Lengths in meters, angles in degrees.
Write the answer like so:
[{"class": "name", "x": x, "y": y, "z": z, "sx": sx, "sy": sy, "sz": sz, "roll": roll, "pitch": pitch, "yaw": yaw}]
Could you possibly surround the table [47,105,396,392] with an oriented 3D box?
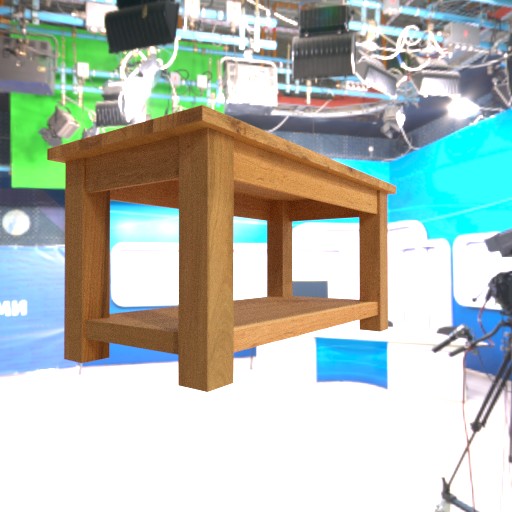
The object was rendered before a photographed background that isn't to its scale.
[{"class": "table", "x": 0.000, "y": 0.000, "z": 1.175, "sx": 0.450, "sy": 0.452, "sz": 0.899, "roll": -1, "pitch": -1, "yaw": 36}]
